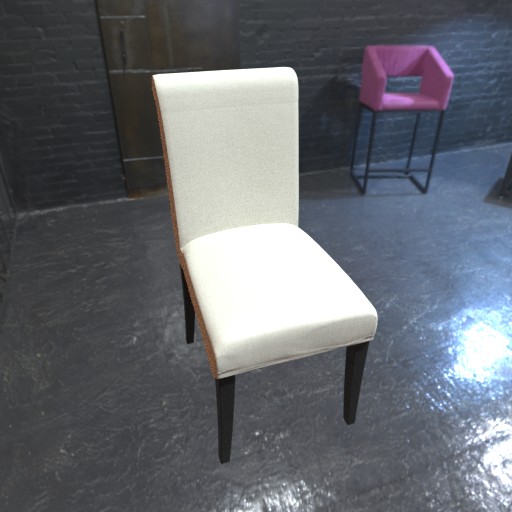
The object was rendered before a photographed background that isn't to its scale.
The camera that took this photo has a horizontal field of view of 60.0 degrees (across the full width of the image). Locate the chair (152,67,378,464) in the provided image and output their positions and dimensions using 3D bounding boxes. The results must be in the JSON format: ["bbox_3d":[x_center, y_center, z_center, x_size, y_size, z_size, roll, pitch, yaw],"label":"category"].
[{"bbox_3d":[0.000,0.000,1.370,0.452,0.976,0.708,-10,33,-16],"label":"chair"}]
